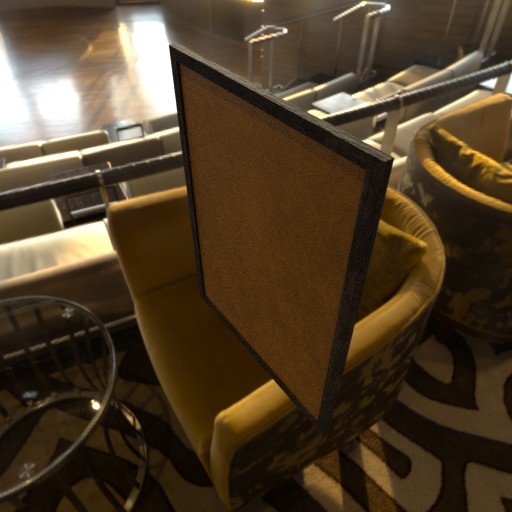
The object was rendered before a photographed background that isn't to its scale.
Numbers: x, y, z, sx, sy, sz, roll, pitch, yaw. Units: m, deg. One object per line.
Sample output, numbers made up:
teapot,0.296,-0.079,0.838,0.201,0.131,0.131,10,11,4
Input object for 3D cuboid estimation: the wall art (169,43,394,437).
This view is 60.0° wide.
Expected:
wall art,0.000,0.000,1.401,0.029,1.066,0.812,-27,49,-26
